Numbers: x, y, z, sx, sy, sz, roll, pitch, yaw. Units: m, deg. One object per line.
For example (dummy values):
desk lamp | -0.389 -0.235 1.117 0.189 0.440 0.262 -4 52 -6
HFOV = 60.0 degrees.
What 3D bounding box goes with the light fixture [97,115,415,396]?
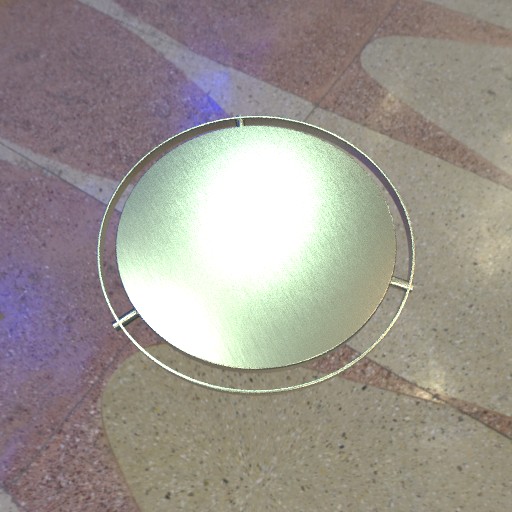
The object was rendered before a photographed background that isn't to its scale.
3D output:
light fixture | 0.000 0.000 0.562 0.361 0.130 0.361 0 62 0
